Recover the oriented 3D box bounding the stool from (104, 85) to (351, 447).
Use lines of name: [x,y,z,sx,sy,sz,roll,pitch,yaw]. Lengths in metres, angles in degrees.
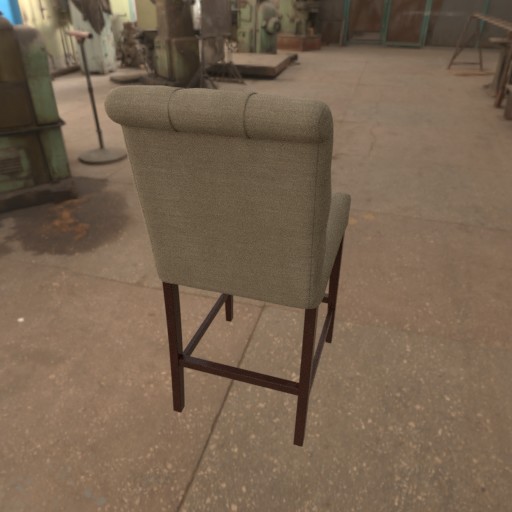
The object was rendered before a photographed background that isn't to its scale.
stool: [0.000,0.000,1.377,0.486,1.084,0.660,10,33,15]
